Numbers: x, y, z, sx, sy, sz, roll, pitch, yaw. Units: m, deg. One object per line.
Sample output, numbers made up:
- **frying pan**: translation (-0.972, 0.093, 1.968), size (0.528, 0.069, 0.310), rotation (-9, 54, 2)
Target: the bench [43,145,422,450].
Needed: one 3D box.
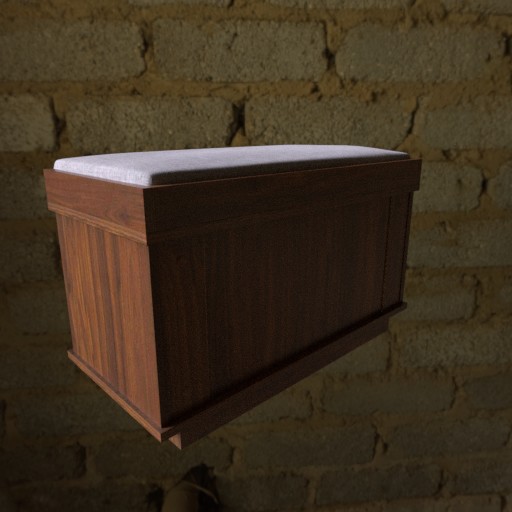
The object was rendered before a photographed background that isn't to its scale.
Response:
- **bench**: translation (0.000, 0.000, 0.979), size (0.734, 0.461, 0.362), rotation (-15, 22, -41)
